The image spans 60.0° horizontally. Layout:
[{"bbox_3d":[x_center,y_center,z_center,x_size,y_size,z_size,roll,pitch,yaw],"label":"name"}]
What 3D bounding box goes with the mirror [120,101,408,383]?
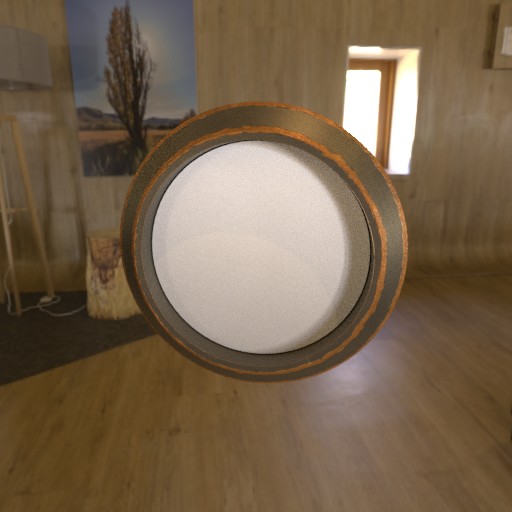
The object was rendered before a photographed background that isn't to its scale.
[{"bbox_3d":[0.000,0.000,1.370,0.907,0.907,0.111,2,16,8],"label":"mirror"}]
